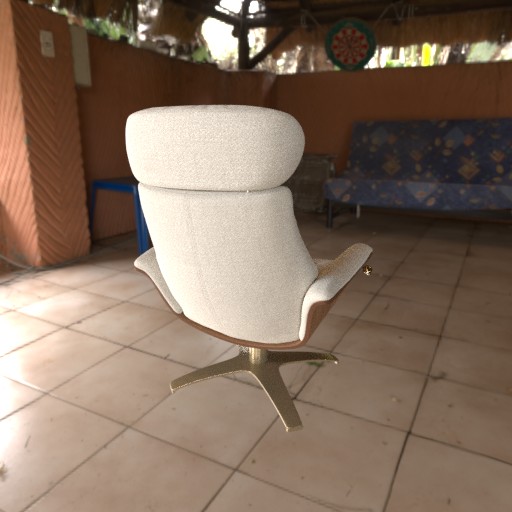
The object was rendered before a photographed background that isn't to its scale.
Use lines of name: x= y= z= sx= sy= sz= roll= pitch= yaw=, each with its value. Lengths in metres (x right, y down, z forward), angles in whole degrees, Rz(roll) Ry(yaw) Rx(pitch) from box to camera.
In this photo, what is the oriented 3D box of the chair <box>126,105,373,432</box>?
chair: x=0.000 y=0.000 z=1.598 sx=0.785 sy=0.995 sz=0.837 roll=8 pitch=17 yaw=26
